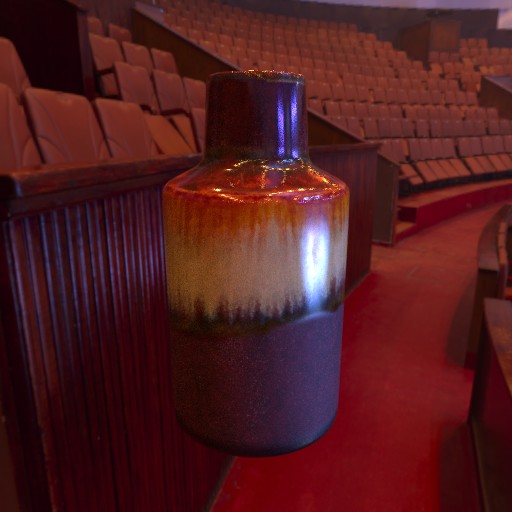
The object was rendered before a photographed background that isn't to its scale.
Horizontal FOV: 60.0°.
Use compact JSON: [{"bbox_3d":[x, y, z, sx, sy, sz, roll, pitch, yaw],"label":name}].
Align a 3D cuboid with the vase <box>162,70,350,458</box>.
[{"bbox_3d":[0.000,0.000,0.269,0.108,0.204,0.108,0,16,0],"label":"vase"}]
